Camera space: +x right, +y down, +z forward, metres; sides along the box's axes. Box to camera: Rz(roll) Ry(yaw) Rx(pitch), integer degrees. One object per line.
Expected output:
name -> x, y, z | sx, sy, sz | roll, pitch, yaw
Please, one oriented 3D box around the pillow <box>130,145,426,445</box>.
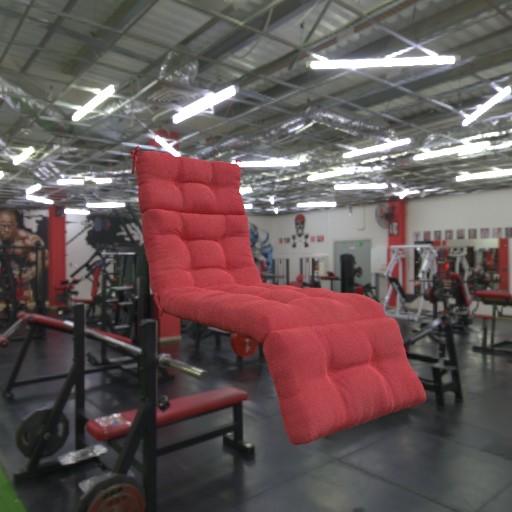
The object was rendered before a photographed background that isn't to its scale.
pillow -> 0.000, 0.000, 1.514 | 0.526, 0.863, 1.016 | 0, 0, -37
